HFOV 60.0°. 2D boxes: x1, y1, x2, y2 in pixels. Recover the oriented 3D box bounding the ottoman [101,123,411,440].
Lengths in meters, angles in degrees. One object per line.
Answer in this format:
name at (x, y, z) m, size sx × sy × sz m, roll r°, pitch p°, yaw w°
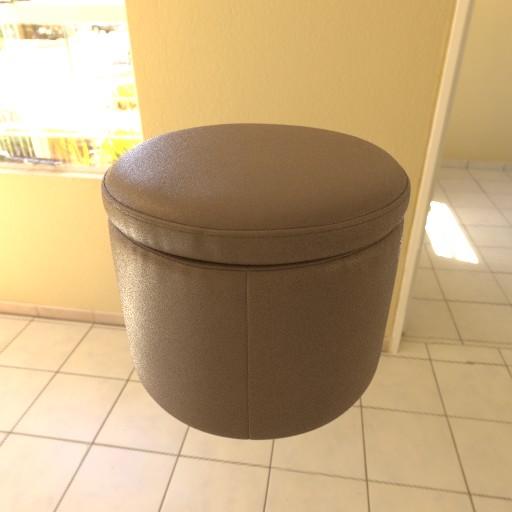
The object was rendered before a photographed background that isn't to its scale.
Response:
ottoman at (0.000, 0.000, 0.822) m, size 0.500 × 0.409 × 0.500 m, roll 0°, pitch 29°, yaw 0°
